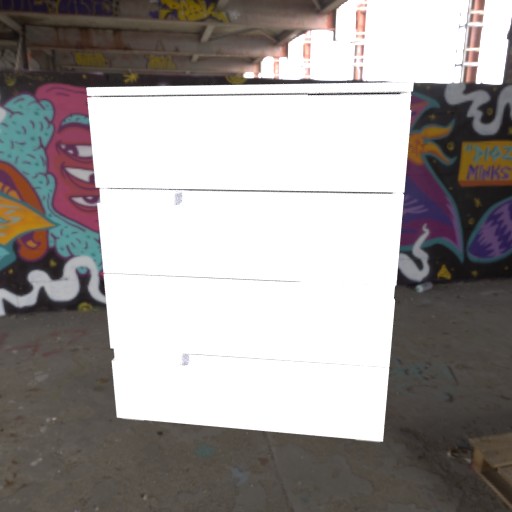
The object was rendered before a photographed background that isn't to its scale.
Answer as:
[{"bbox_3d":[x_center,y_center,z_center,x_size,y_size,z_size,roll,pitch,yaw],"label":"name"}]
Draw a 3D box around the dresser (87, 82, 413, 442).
[{"bbox_3d":[0.000,0.000,1.164,0.650,0.800,0.400,2,15,8],"label":"dresser"}]
